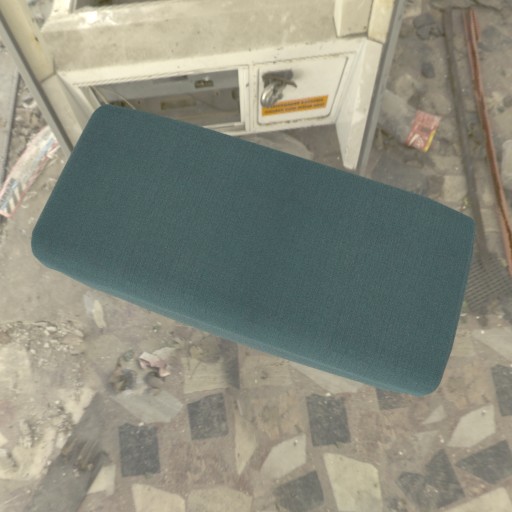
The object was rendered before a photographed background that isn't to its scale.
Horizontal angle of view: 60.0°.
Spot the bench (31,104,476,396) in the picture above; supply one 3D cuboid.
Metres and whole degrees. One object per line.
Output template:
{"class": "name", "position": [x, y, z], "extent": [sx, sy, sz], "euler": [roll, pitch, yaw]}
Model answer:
{"class": "bench", "position": [0.000, 0.000, 1.236], "extent": [0.995, 0.474, 0.476], "euler": [18, 76, 5]}
